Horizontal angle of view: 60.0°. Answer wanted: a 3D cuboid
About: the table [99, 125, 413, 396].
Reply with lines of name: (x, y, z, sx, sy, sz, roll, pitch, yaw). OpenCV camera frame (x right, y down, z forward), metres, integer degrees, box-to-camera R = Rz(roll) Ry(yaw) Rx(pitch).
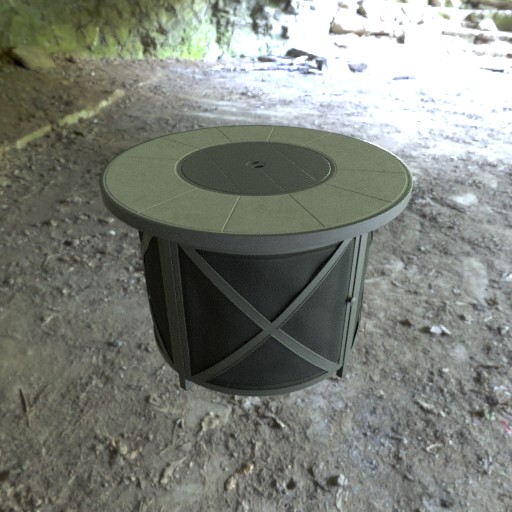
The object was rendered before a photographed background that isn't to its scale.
table: (0.000, 0.000, 1.516, 0.914, 0.650, 0.914, 0, 31, 0)
